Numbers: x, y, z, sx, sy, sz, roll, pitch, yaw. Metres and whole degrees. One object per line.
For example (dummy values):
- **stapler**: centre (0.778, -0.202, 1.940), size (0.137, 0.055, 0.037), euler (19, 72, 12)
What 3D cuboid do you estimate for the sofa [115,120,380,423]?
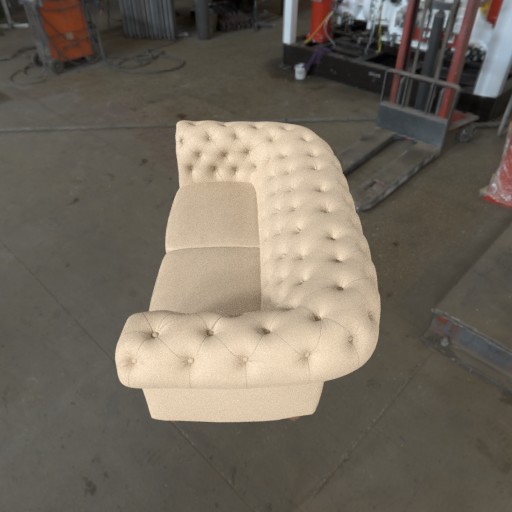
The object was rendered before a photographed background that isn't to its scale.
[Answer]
- **sofa**: centre (0.000, 0.000, 2.497), size (1.069, 0.835, 1.988), euler (-1, 41, -1)
